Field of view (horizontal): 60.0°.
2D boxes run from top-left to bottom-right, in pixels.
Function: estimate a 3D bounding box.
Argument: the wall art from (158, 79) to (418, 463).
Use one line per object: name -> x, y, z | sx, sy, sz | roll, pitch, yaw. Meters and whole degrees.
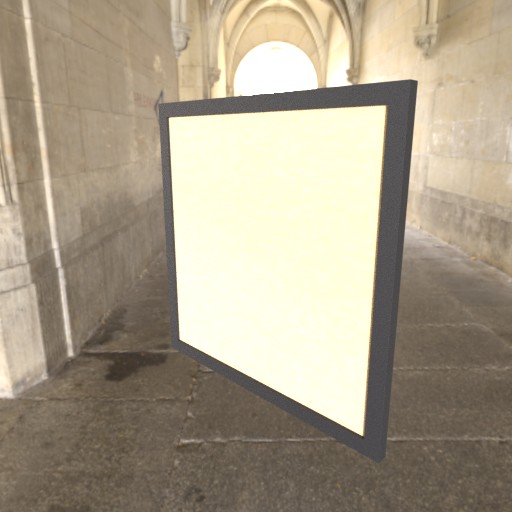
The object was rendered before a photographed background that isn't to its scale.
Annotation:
wall art -> 0.000, 0.000, 0.518 | 0.013, 0.356, 0.356 | -14, 21, -43
